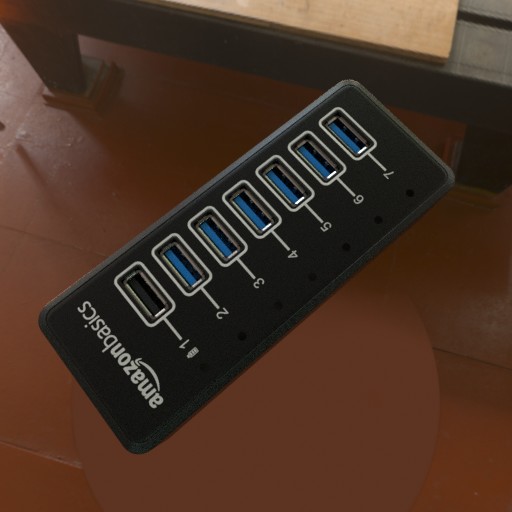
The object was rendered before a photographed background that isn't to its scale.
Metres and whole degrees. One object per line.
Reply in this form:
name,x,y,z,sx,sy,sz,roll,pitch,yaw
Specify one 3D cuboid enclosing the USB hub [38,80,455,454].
USB hub,0.000,0.000,0.126,0.110,0.023,0.044,-39,78,-10
